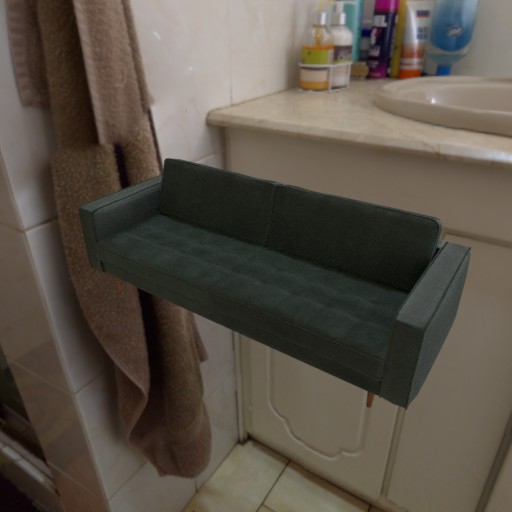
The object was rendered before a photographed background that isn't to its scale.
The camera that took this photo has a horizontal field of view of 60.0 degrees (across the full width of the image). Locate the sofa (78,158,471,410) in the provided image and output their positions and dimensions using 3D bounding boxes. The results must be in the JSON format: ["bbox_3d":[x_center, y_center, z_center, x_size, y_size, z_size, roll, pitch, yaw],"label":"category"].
[{"bbox_3d":[0.000,0.000,2.654,2.214,0.781,0.886,19,34,30],"label":"sofa"}]
